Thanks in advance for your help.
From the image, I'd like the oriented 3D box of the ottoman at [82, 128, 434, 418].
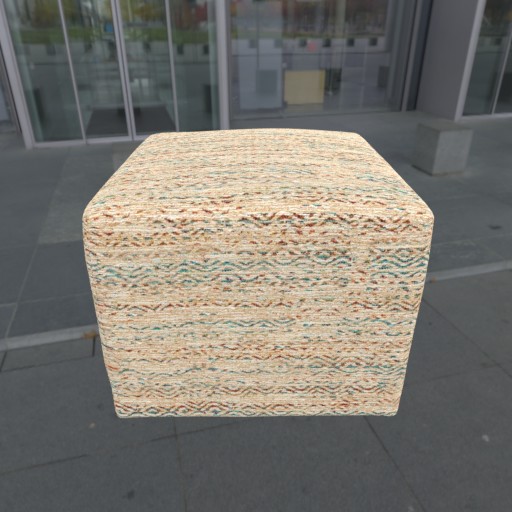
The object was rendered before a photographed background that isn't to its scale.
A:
[{"bbox_3d":[0.000,0.000,0.924,0.512,0.453,0.521,0,28,0],"label":"ottoman"}]
